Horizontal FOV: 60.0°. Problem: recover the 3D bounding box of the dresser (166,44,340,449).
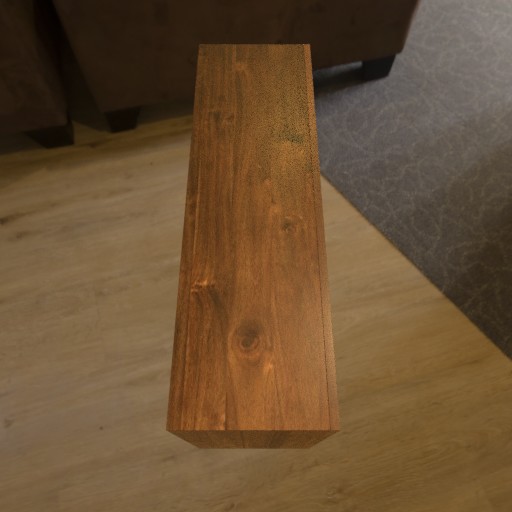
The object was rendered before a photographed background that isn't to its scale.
[{"bbox_3d":[0.000,0.000,1.795,0.446,0.873,1.400,0,63,0],"label":"dresser"}]
